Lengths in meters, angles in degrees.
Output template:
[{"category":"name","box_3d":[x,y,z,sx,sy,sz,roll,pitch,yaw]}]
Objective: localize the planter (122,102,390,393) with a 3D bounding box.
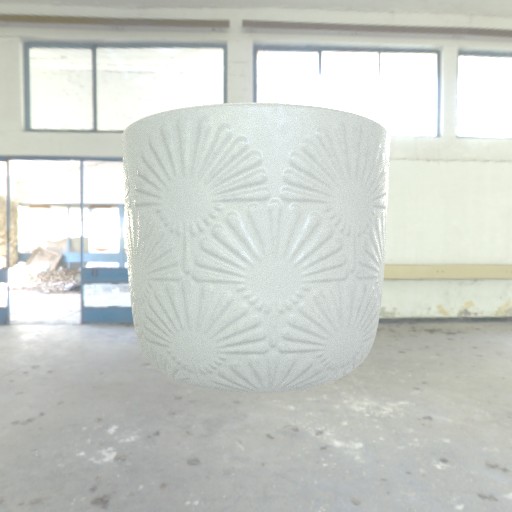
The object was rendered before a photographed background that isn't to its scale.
[{"category":"planter","box_3d":[0.000,0.000,0.215,0.124,0.109,0.124,0,1,0]}]
